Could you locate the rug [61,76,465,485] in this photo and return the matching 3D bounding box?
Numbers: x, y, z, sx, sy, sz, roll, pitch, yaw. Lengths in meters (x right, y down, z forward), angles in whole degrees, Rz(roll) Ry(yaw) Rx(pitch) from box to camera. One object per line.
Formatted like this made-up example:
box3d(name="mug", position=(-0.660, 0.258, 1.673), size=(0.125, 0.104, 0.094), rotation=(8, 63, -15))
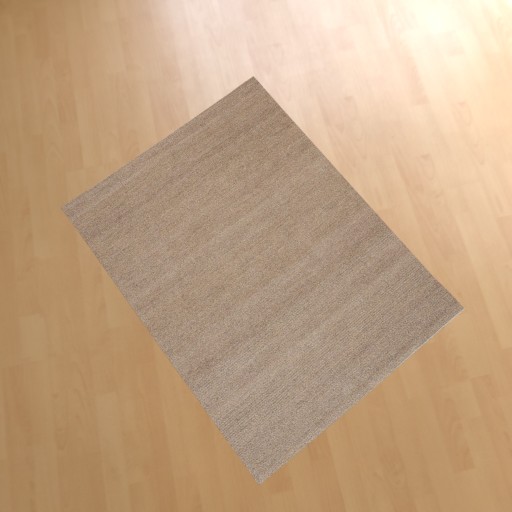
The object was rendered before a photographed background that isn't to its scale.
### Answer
box3d(name="rug", position=(0.000, 0.000, 4.299), size=(2.467, 0.046, 3.245), rotation=(-37, 78, -9))
